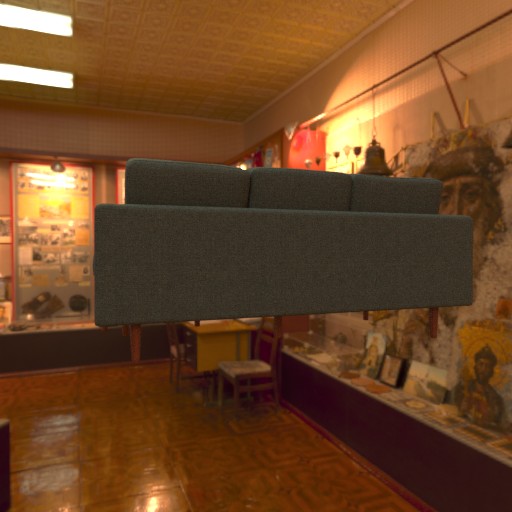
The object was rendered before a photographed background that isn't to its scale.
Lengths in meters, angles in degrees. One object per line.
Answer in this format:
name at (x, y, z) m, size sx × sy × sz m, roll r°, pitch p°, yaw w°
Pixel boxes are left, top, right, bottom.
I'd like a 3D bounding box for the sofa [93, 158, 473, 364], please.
sofa at (0.000, 0.000, 2.969) m, size 2.055 × 0.957 × 1.667 m, roll 0°, pitch 1°, yaw -20°
